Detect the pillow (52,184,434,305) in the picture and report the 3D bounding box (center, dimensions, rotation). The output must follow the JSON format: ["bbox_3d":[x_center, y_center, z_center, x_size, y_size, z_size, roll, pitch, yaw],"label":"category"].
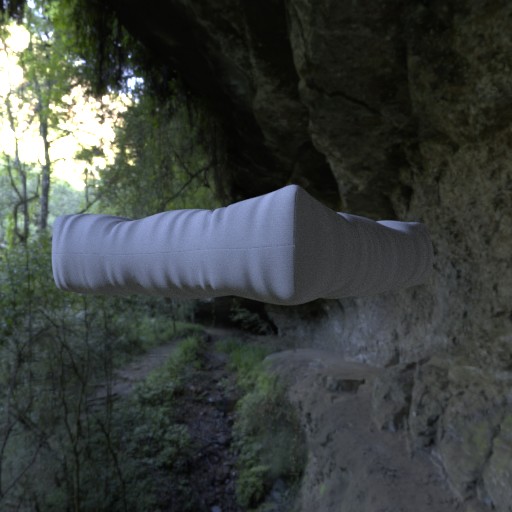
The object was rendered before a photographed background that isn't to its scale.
[{"bbox_3d":[0.000,0.000,0.743,0.468,0.128,0.490,-2,-3,36],"label":"pillow"}]
